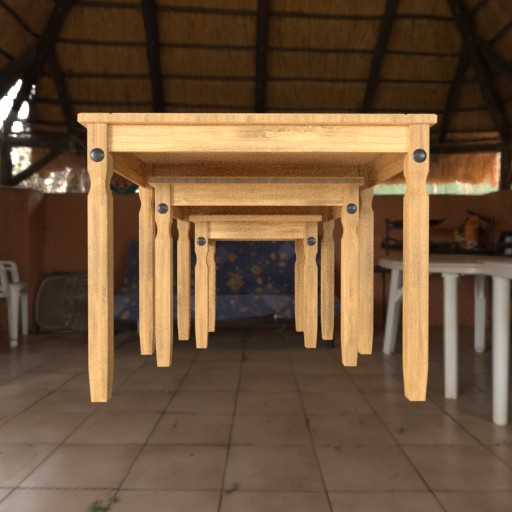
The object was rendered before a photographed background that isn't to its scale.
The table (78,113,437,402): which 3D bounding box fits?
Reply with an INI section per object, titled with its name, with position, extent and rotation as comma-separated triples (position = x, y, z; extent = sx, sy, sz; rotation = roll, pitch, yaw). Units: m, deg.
[table]
position = 0.000, 0.000, 1.203
extent = 0.660, 0.535, 0.773
rotation = 0, 1, -1
